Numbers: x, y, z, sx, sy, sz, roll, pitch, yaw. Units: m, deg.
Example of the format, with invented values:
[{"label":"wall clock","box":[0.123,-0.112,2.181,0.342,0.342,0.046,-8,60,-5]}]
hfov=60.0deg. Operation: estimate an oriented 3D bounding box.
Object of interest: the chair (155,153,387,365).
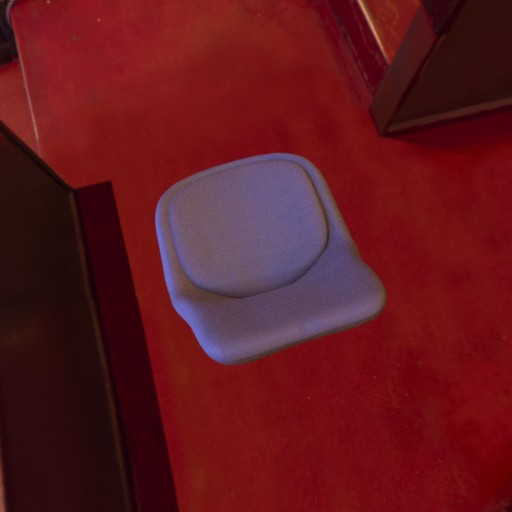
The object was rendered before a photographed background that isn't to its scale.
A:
[{"label":"chair","box":[0.000,0.000,1.204,0.483,0.865,0.547,-17,76,-4]}]
